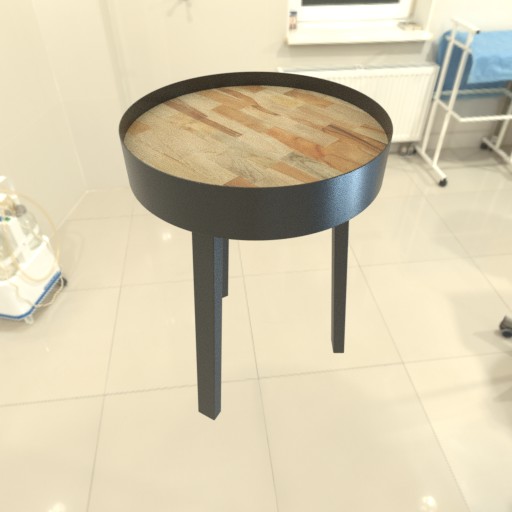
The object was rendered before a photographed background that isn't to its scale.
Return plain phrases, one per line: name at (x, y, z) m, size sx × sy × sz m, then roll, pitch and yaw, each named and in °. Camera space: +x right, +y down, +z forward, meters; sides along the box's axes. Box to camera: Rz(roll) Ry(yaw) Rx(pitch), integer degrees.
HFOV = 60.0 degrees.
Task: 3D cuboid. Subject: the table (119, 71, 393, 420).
table at (0.000, 0.000, 0.855) m, size 0.406 × 0.559 × 0.406 m, roll 0°, pitch 41°, yaw 0°
